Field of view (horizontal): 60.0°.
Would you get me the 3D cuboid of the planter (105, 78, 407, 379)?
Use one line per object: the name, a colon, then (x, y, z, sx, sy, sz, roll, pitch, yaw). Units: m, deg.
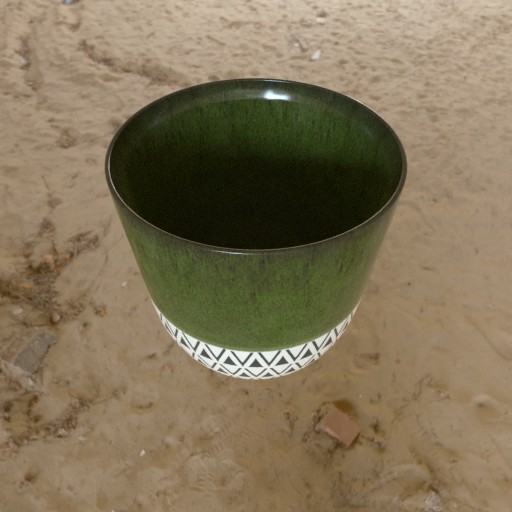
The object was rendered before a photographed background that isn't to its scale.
planter: (0.000, 0.000, 0.466, 0.245, 0.270, 0.245, 0, 47, 0)
